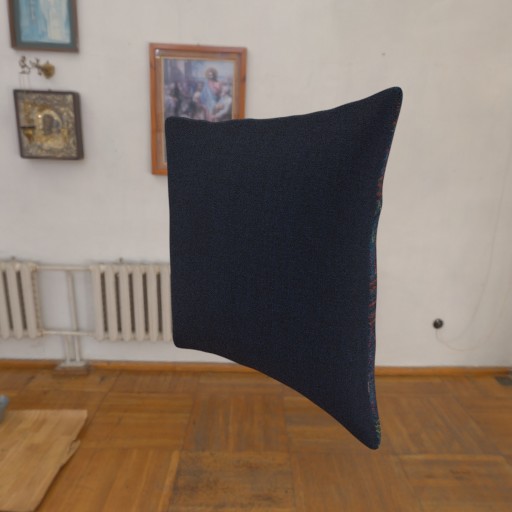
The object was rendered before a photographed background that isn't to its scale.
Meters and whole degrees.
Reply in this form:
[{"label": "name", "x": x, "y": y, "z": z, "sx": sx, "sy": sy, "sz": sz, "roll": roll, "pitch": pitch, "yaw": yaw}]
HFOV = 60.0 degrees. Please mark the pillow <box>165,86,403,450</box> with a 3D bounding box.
[{"label": "pillow", "x": 0.000, "y": 0.000, "z": 0.654, "sx": 0.141, "sy": 0.431, "sz": 0.431, "roll": -13, "pitch": 18, "yaw": -44}]
